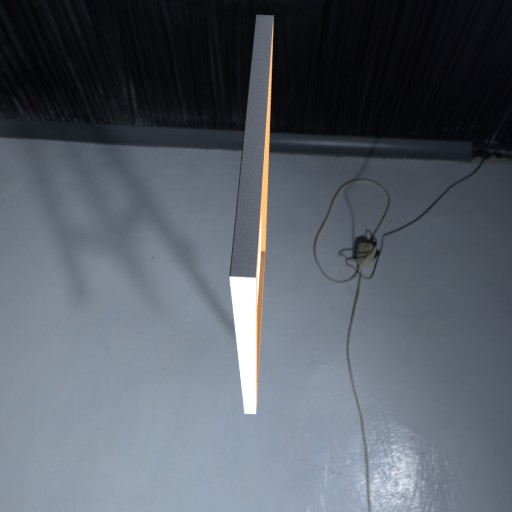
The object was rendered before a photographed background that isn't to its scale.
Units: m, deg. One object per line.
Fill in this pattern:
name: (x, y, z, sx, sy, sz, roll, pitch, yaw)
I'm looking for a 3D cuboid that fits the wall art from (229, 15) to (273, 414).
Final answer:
wall art: (0.000, 0.000, 0.763, 0.025, 0.608, 0.405, 3, 59, 2)
